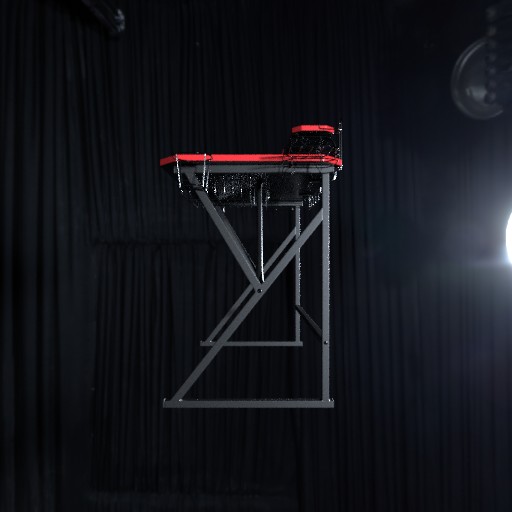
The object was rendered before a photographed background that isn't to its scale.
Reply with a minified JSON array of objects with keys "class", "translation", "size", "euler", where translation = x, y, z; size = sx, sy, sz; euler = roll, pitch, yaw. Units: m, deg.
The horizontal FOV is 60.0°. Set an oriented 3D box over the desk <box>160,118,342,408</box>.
[{"class":"desk","translation":[0.000,0.000,1.794],"size":[0.588,0.913,1.280],"euler":[0,0,0]}]
